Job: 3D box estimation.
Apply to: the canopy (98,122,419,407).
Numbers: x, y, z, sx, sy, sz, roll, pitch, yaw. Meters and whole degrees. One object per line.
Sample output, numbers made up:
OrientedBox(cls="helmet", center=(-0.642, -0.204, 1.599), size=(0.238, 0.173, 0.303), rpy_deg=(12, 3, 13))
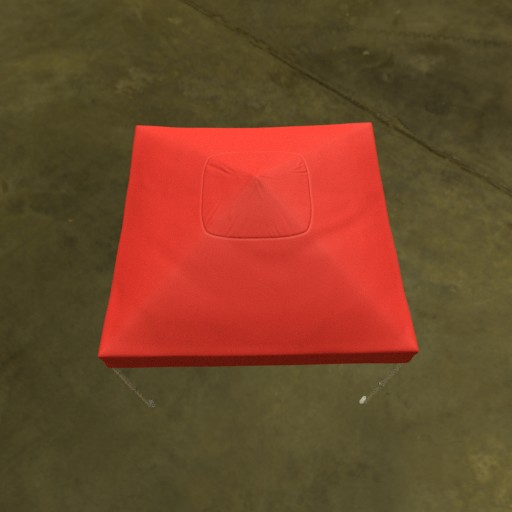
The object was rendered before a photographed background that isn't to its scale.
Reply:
OrientedBox(cls="canopy", center=(0.000, 0.000, 5.477), size=(2.998, 2.997, 2.996), rpy_deg=(-1, 60, 0))
